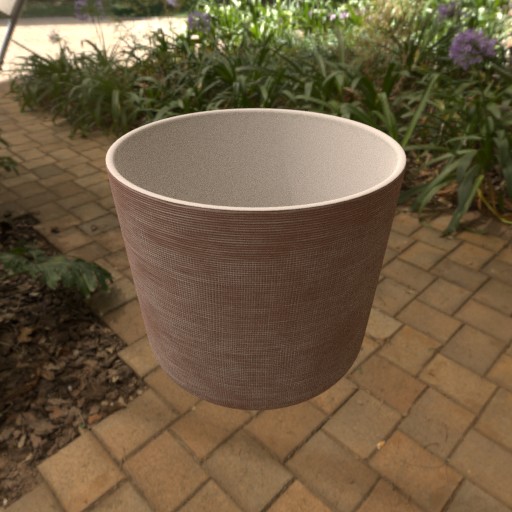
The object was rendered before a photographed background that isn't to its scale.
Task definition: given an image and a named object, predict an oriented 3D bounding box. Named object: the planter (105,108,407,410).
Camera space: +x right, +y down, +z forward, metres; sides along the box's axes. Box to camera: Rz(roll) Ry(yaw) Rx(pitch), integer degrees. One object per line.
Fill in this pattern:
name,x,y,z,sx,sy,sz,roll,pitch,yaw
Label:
planter,0.000,0.000,0.779,0.440,0.398,0.440,0,32,0
